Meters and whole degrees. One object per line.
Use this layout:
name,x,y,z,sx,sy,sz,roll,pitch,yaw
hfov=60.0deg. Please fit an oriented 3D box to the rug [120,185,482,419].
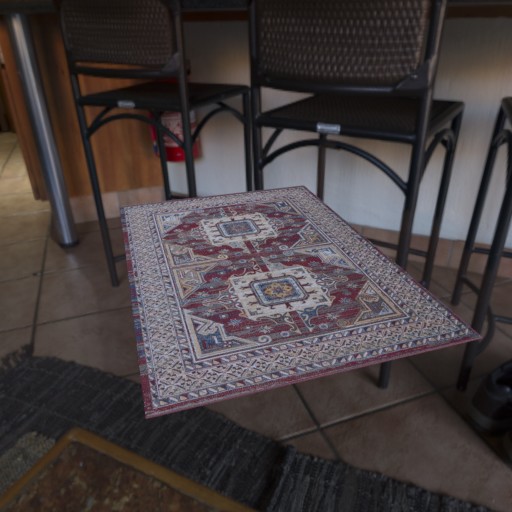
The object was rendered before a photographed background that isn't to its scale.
rug,0.000,0.000,2.855,1.599,0.011,2.210,-9,30,-15
